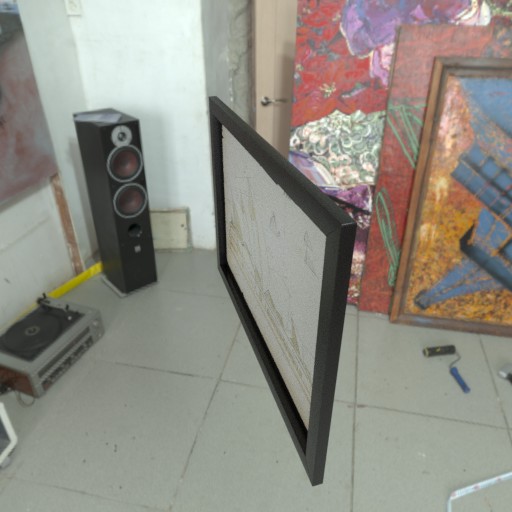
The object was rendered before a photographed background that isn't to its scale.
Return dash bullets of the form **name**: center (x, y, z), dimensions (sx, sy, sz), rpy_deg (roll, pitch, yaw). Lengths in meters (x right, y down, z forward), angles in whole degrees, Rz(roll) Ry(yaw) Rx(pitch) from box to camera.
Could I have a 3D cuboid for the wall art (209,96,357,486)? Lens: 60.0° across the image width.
- **wall art**: center (0.000, 0.000, 0.565), dimensions (0.013, 0.306, 0.440), rpy_deg (-9, 32, -15)
